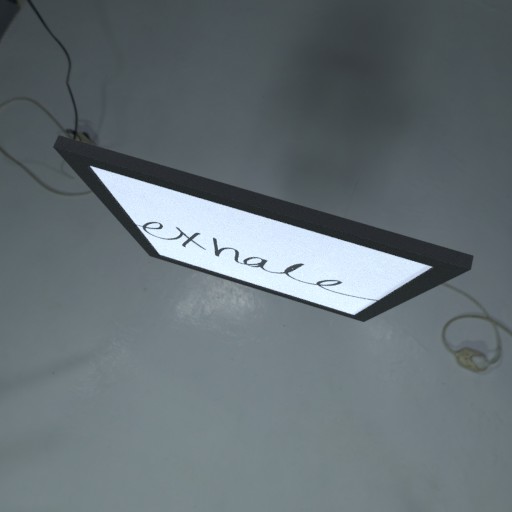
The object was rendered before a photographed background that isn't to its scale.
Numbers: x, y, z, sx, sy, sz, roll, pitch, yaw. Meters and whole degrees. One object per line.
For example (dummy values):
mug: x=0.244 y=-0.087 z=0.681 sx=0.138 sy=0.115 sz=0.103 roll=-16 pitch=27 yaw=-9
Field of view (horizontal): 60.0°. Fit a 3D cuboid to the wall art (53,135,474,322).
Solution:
wall art: x=0.000 y=0.000 z=0.536 sx=0.358 sy=0.357 sz=0.012 roll=17 pitch=76 yaw=4
